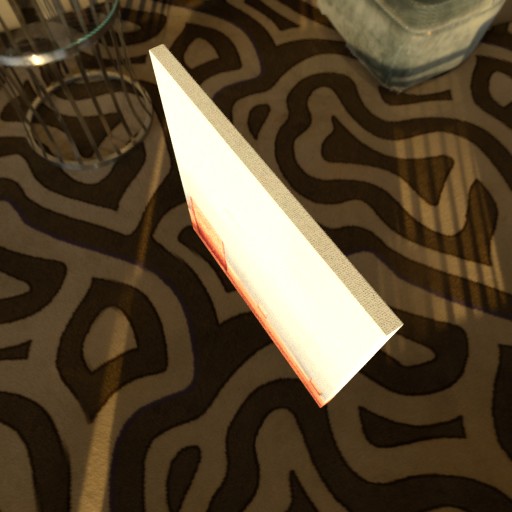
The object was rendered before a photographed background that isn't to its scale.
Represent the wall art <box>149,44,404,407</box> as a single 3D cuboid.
[{"bbox_3d":[0.000,0.000,0.917,0.034,0.605,0.605,-31,67,-15],"label":"wall art"}]
